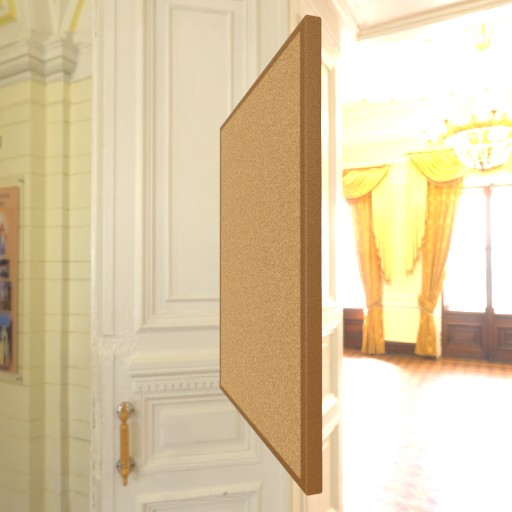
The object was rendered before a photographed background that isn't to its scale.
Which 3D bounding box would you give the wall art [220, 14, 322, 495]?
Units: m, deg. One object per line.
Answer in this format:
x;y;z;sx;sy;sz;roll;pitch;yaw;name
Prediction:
0.000;0.000;0.498;0.015;0.379;0.310;0;-1;-17;wall art
